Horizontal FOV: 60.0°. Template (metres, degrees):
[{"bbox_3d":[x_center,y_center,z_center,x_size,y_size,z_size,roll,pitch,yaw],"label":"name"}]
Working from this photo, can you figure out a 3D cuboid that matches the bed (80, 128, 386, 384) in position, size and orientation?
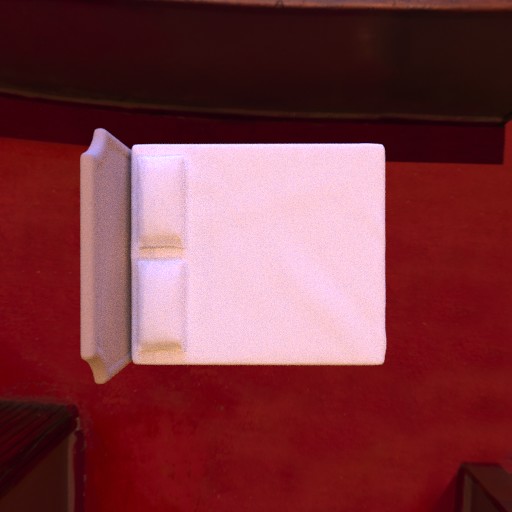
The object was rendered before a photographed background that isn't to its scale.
[{"bbox_3d":[0.000,0.000,4.282,2.773,1.590,2.350,0,90,1],"label":"bed"}]
